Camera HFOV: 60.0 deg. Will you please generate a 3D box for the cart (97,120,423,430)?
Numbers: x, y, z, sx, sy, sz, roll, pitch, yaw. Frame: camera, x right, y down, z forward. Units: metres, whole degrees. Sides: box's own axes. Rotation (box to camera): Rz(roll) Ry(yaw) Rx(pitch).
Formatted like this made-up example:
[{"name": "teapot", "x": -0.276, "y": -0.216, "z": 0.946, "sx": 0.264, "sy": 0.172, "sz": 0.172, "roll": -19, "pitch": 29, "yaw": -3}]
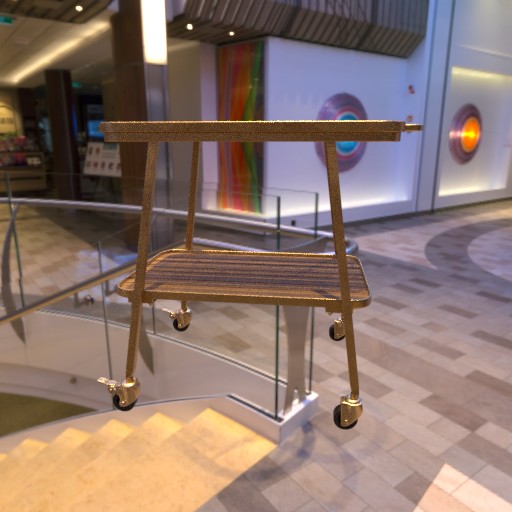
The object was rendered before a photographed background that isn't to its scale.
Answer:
[{"name": "cart", "x": 0.000, "y": 0.000, "z": 1.228, "sx": 0.806, "sy": 0.700, "sz": 0.524, "roll": 2, "pitch": 15, "yaw": 7}]
